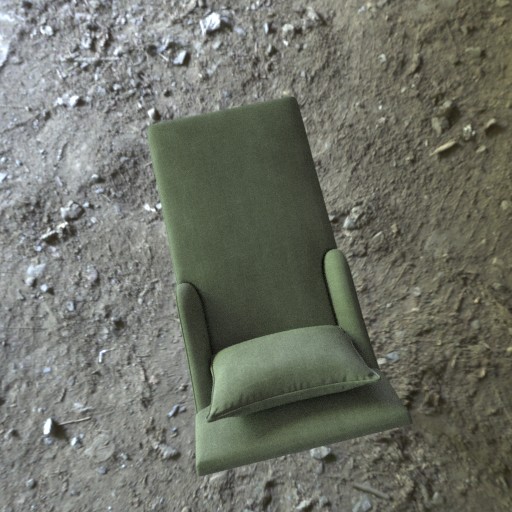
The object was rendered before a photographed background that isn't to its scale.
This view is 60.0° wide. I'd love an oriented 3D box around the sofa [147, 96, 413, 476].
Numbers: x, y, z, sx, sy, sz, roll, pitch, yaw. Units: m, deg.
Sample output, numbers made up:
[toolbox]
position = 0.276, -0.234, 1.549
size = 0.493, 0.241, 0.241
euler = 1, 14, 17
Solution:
[sofa]
position = 0.000, 0.000, 2.300
size = 0.894, 0.859, 1.779
euler = -13, 78, -3
